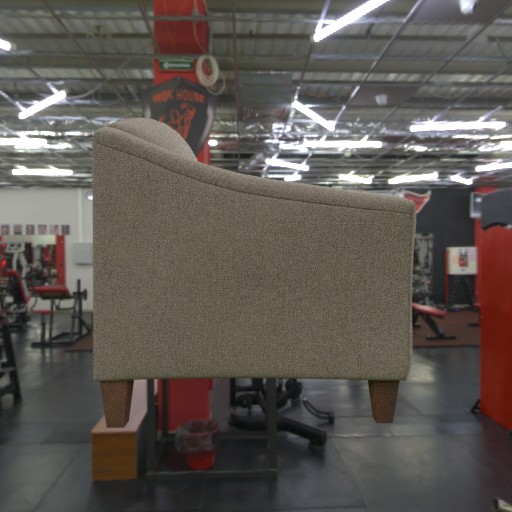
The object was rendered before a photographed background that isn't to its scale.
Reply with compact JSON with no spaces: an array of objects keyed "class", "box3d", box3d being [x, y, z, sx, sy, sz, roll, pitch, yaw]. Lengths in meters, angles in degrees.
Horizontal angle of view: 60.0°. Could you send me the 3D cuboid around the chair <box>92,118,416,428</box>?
[{"class":"chair","box3d":[0.000,0.000,1.421,0.787,0.839,0.763,0,1,0]}]
